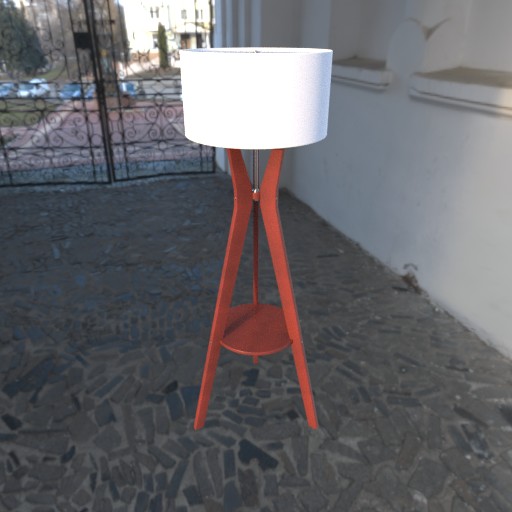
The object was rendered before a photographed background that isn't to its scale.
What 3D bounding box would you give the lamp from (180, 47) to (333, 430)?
[{"bbox_3d":[0.000,0.000,1.744,0.539,1.472,0.542,0,27,0],"label":"lamp"}]
